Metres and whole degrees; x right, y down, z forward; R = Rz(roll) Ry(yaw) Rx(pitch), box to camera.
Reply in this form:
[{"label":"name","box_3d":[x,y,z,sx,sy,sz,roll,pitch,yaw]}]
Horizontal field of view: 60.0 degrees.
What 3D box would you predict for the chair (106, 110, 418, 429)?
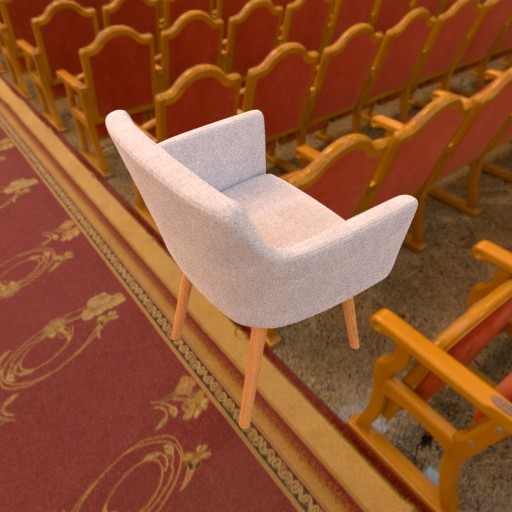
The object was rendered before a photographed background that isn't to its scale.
[{"label":"chair","box_3d":[0.000,0.000,1.160,0.540,0.780,0.570,-27,49,-27]}]
